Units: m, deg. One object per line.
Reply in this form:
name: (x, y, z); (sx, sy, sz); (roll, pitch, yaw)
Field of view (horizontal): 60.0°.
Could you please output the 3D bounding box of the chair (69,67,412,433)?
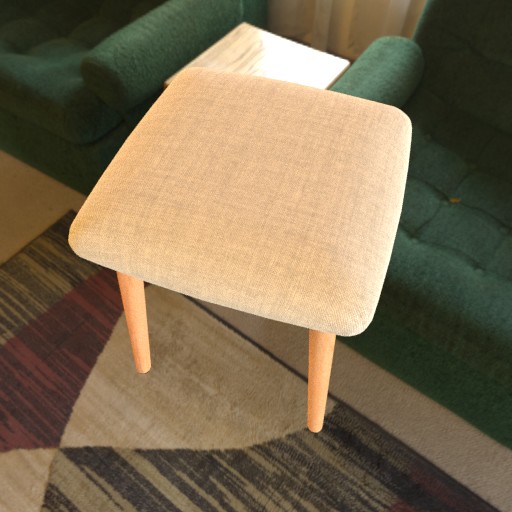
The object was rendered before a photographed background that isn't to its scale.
chair: (0.000, 0.000, 0.683); (0.350, 0.440, 0.350); (16, 58, 10)
